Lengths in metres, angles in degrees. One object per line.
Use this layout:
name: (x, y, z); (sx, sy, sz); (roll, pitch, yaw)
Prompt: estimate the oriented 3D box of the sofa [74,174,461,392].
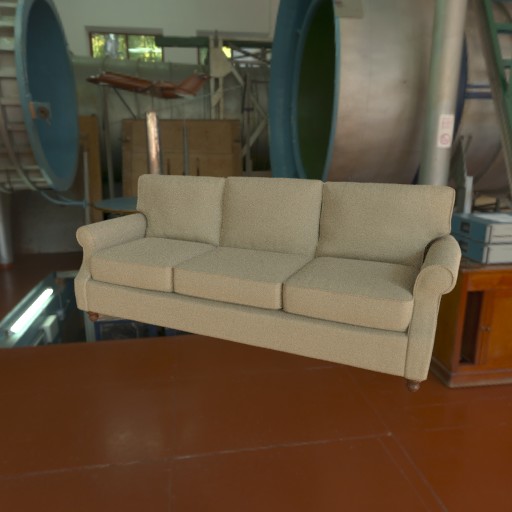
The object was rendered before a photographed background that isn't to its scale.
sofa: (0.000, 0.000, 2.816); (2.354, 0.948, 0.966); (7, 16, 24)
